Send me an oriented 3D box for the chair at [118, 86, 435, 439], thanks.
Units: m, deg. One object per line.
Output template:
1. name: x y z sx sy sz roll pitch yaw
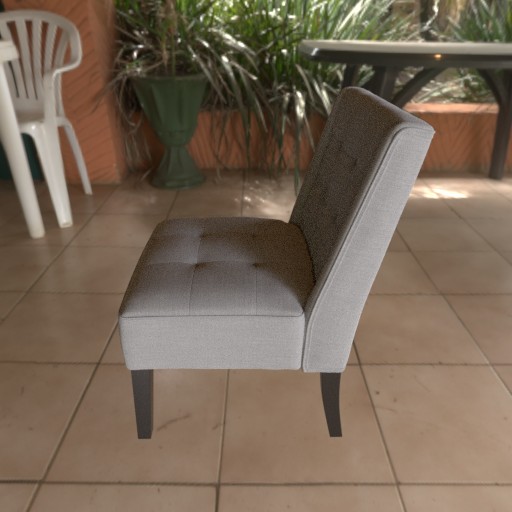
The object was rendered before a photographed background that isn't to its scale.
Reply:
1. chair: 0.000 0.000 1.260 0.676 0.853 0.569 0 28 -1
